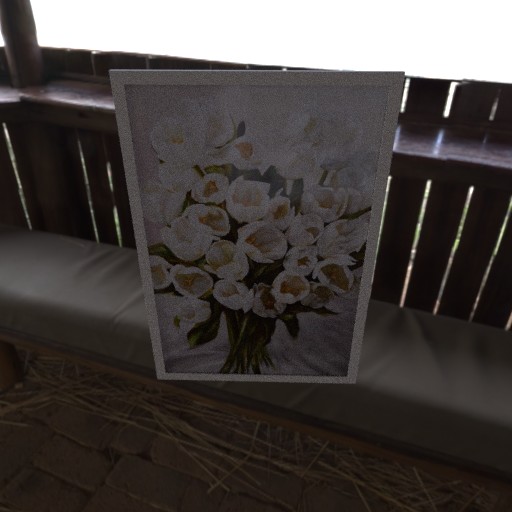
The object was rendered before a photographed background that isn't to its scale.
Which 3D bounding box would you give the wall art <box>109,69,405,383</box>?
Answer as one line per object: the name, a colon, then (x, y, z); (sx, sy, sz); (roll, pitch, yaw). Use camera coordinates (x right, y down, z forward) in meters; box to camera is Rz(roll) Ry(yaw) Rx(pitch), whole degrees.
wall art: (0.000, 0.000, 1.239); (0.660, 0.965, 0.015); (1, 31, 1)
